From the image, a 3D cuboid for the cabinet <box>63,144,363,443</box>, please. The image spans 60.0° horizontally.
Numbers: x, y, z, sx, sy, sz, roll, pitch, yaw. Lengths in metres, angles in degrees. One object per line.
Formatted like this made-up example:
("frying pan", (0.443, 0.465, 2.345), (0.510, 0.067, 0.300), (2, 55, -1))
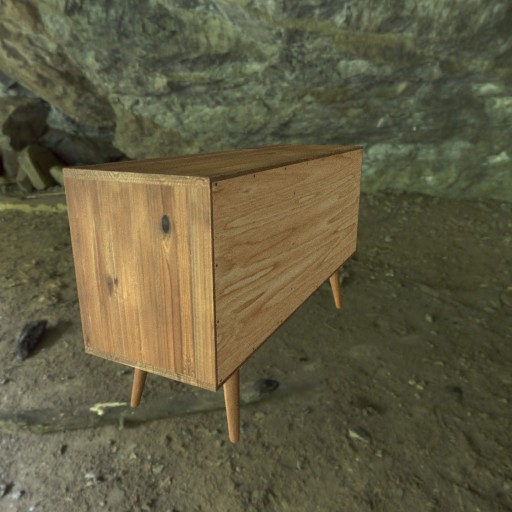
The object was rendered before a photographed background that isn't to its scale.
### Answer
("cabinet", (0.000, 0.000, 1.774), (0.472, 0.800, 1.400), (8, 19, 25))
